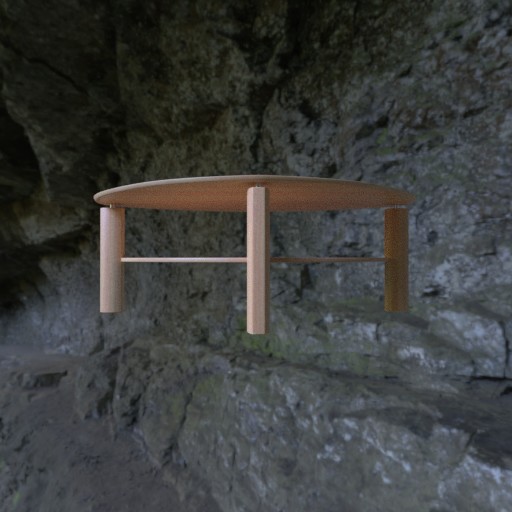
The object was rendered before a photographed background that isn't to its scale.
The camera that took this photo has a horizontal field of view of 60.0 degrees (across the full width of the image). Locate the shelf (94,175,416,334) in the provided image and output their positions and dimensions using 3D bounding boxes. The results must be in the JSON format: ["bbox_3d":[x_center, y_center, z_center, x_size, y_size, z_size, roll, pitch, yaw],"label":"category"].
[{"bbox_3d":[0.000,0.000,1.633,1.246,0.440,0.845,0,0,-1],"label":"shelf"}]
